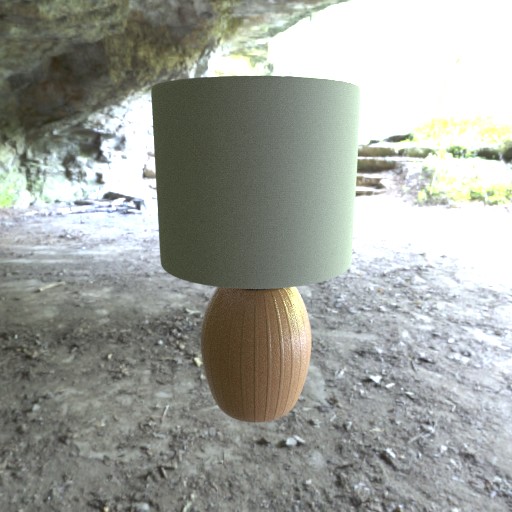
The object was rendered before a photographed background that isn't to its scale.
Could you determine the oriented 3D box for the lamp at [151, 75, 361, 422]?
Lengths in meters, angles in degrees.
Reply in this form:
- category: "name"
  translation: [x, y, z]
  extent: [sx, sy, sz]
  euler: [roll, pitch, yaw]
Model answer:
- category: "lamp"
  translation: [0.000, 0.000, 0.778]
  extent: [0.329, 0.570, 0.329]
  euler: [0, 15, 0]
